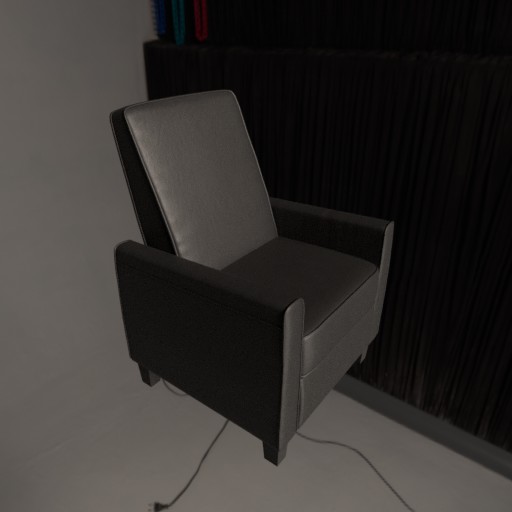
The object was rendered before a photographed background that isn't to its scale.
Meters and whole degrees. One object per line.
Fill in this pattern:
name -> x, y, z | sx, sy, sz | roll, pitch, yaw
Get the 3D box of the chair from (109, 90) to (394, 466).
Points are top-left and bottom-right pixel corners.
chair -> 0.000, 0.000, 1.545 | 0.746, 1.013, 0.705 | 19, 33, 32
